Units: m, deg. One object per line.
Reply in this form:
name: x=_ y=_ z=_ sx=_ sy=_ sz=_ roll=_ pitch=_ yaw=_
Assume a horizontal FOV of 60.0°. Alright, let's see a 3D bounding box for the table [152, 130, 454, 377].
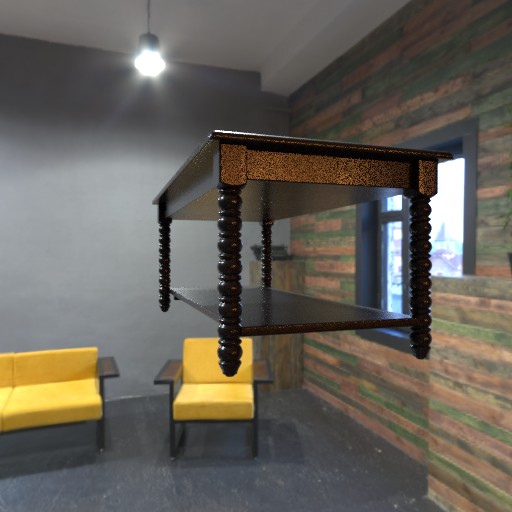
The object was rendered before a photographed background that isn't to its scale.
table: x=0.000 y=0.000 z=1.487 sx=0.580 sy=0.487 sz=1.171 roll=0 pitch=0 yaw=-19
